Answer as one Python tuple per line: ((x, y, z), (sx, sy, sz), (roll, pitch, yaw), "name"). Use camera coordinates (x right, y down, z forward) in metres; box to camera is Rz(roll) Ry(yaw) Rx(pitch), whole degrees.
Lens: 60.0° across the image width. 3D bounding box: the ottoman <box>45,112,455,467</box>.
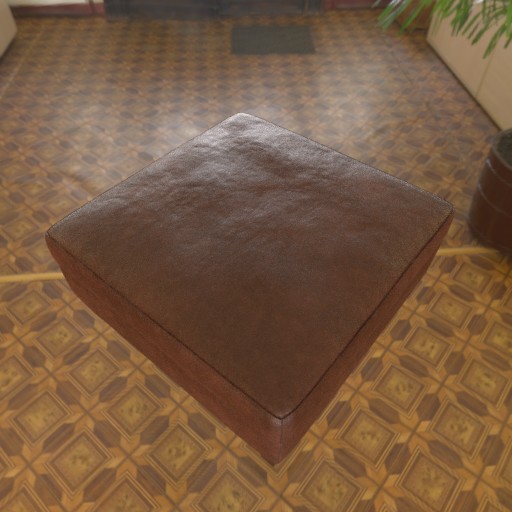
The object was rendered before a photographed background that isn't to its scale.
((0.000, 0.000, 1.322), (0.836, 0.415, 0.844), (32, 55, 26), "ottoman")
